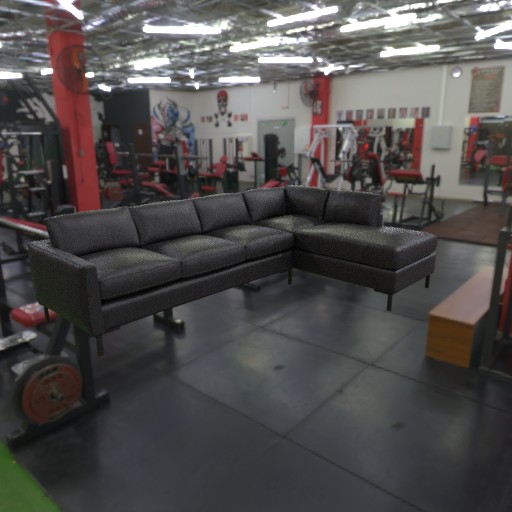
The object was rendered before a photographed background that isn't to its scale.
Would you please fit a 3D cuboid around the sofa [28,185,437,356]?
[{"bbox_3d":[0.000,0.000,3.770,1.938,0.877,2.984,14,21,41],"label":"sofa"}]
